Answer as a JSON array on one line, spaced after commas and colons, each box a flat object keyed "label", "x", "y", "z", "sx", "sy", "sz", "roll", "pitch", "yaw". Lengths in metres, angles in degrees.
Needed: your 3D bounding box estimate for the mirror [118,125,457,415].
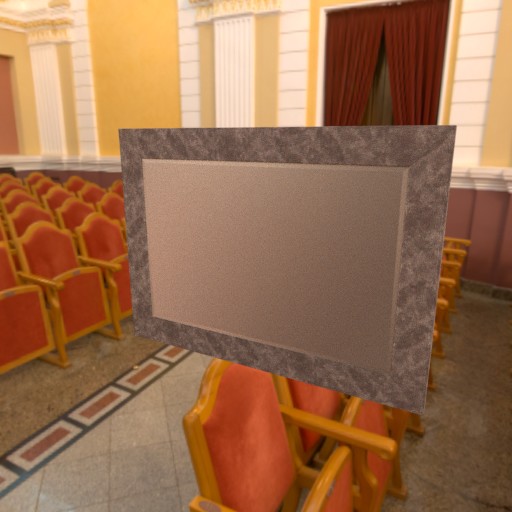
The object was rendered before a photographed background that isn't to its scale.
[{"label": "mirror", "x": 0.000, "y": 0.000, "z": 1.426, "sx": 1.101, "sy": 0.795, "sz": 0.022, "roll": 8, "pitch": 17, "yaw": 28}]
